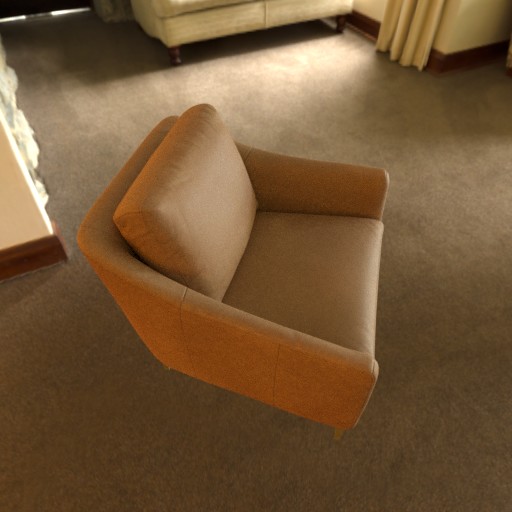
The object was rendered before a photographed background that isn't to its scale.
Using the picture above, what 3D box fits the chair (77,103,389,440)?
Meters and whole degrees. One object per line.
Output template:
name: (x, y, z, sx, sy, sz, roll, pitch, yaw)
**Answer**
chair: (0.000, 0.000, 1.709, 0.963, 0.895, 0.988, 10, 47, 9)
